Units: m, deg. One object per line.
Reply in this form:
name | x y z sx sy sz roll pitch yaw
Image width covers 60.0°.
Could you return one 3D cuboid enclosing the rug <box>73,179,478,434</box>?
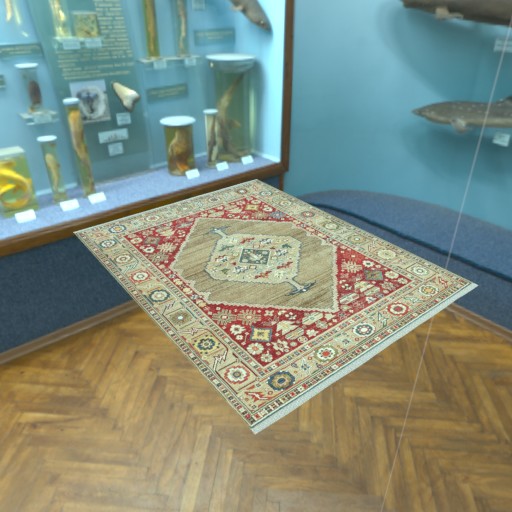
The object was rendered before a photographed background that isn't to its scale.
rug | 0.000 0.000 4.259 2.451 0.008 3.143 -22 38 -32
